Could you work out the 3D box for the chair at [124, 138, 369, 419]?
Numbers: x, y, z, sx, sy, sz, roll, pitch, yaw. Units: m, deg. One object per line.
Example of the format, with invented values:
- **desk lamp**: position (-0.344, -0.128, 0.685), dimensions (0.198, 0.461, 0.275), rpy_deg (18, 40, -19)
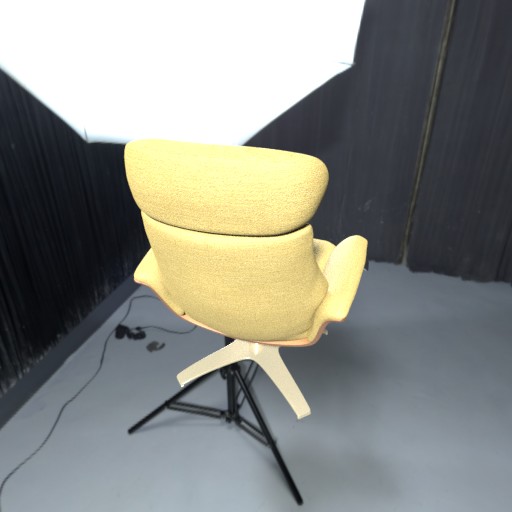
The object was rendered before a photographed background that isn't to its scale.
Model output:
- **chair**: position (0.000, 0.000, 1.598), dimensions (0.785, 0.995, 0.837), rpy_deg (9, 31, 16)
